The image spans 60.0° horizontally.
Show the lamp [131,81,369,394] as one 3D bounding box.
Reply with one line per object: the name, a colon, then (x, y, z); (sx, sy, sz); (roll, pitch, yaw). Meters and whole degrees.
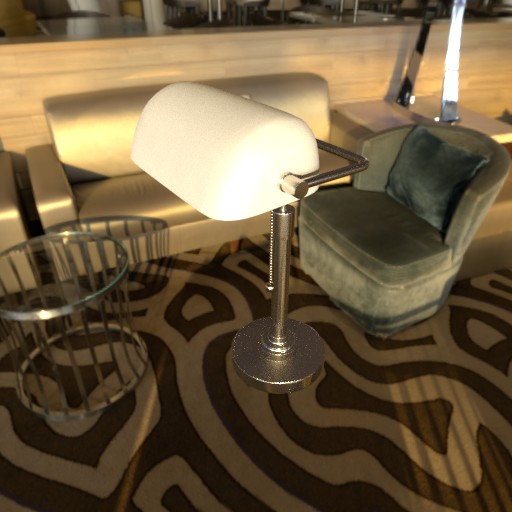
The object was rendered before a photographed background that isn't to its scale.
lamp: (0.000, 0.000, 0.562); (0.227, 0.404, 0.269); (-21, 38, -29)
